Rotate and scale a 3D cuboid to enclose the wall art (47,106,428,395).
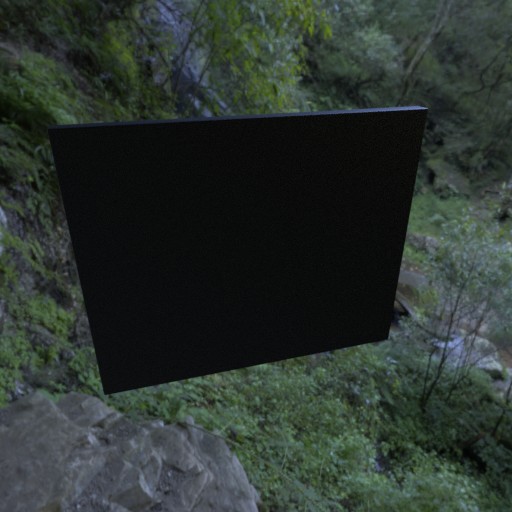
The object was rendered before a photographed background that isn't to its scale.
[{"bbox_3d":[0.000,0.000,0.745,0.558,0.457,0.031,-8,29,-14],"label":"wall art"}]
